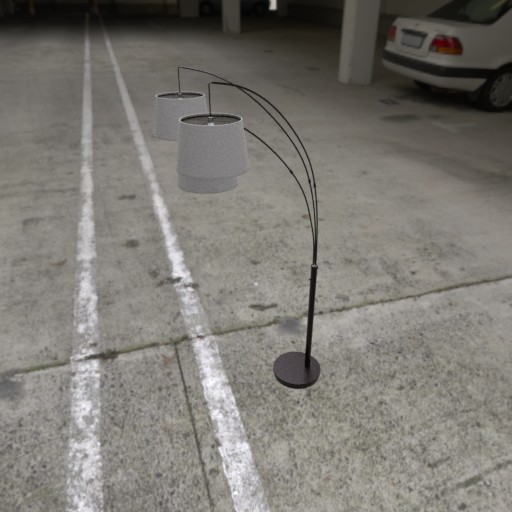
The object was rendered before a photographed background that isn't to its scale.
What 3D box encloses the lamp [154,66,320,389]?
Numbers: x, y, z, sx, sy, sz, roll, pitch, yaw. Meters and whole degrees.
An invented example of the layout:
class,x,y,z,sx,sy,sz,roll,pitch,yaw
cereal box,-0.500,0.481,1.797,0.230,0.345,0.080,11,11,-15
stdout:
class,x,y,z,sx,sy,sz,roll,pitch,yaw
lamp,0.000,0.000,2.518,0.924,1.950,0.951,-9,30,-16
